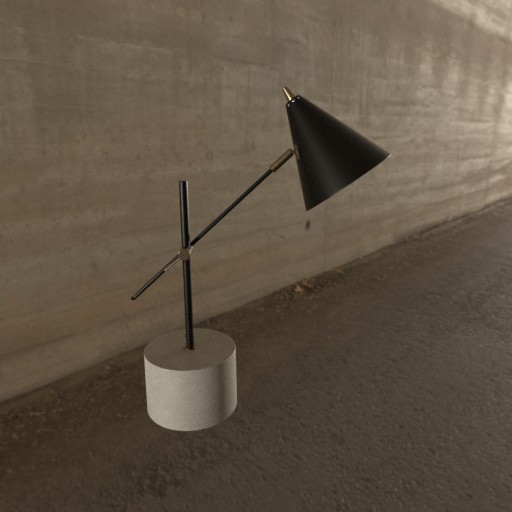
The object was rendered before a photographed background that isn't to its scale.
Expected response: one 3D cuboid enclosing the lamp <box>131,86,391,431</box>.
[{"bbox_3d":[0.000,0.000,0.712,0.403,0.518,0.214,2,16,8],"label":"lamp"}]
